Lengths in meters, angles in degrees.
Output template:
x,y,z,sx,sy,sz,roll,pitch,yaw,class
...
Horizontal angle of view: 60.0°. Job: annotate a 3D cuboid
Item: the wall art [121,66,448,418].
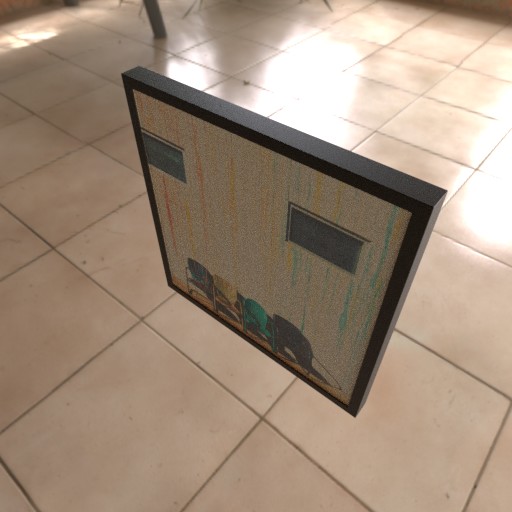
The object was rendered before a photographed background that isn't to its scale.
x,y,z,sx,sy,sz,roll,pitch,yaw,class
0.000,0.000,0.762,0.506,0.506,0.037,30,53,26,wall art
